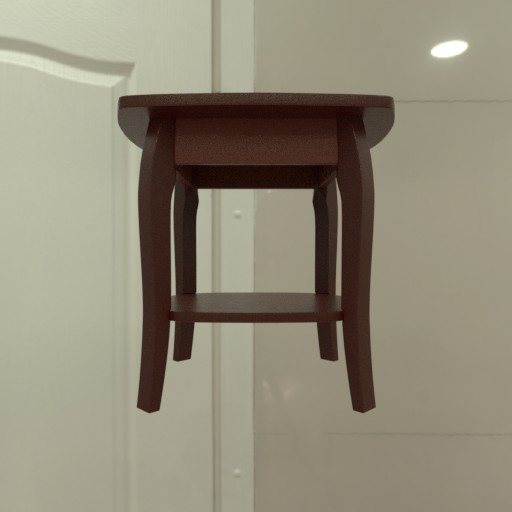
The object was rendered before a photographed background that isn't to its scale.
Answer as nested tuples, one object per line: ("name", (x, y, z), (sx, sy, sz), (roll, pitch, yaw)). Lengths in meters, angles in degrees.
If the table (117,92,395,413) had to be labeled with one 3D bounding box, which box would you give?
("table", (0.000, 0.000, 0.884), (0.502, 0.496, 0.433), (0, 0, 0))
